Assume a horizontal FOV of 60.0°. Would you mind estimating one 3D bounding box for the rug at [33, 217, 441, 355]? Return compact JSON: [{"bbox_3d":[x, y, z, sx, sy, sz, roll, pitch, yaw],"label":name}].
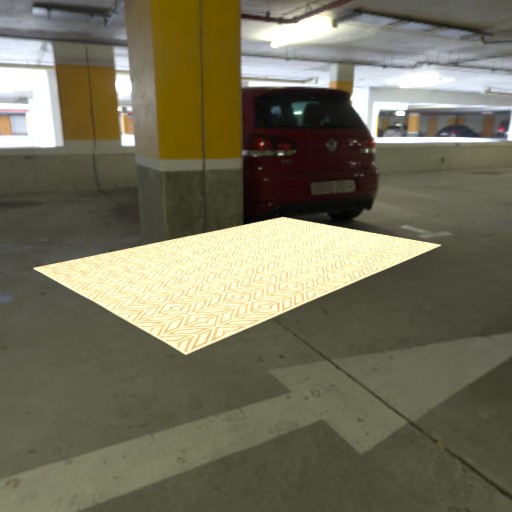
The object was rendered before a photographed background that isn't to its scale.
[{"bbox_3d":[0.000,0.000,2.356,1.220,0.007,1.828,15,22,42],"label":"rug"}]
